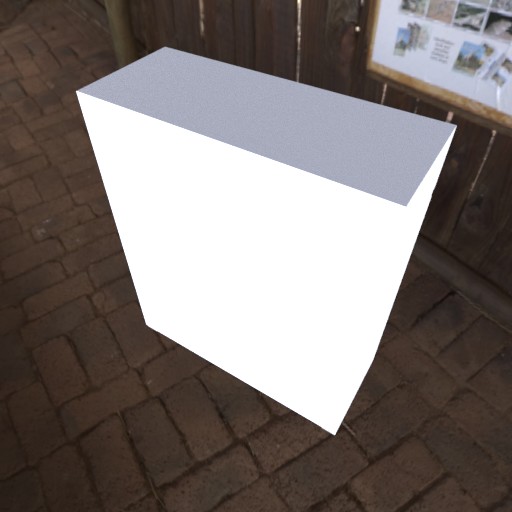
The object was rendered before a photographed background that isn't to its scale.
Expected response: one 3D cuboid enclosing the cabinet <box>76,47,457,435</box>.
[{"bbox_3d":[0.000,0.000,1.662,1.000,1.190,0.400,24,51,22],"label":"cabinet"}]
